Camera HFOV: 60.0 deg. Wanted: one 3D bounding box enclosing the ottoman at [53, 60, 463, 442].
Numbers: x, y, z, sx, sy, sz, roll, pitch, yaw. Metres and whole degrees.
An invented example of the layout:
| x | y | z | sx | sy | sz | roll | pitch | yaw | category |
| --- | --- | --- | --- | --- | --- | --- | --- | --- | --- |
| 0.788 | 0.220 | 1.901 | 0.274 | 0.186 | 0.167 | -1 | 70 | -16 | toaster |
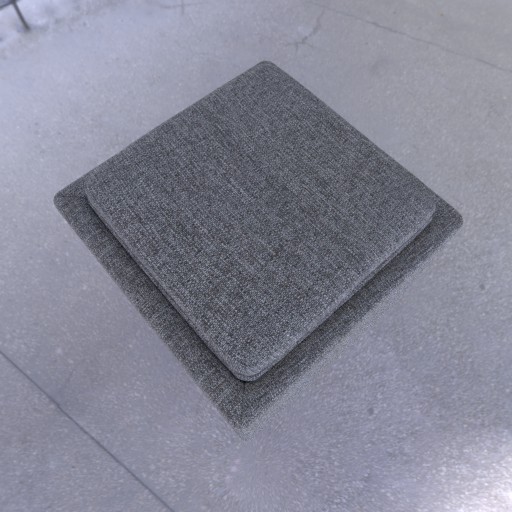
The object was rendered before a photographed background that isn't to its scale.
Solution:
| x | y | z | sx | sy | sz | roll | pitch | yaw | category |
| --- | --- | --- | --- | --- | --- | --- | --- | --- | --- |
| 0.000 | 0.000 | 0.819 | 0.450 | 0.460 | 0.450 | -39 | 71 | -16 | ottoman |
